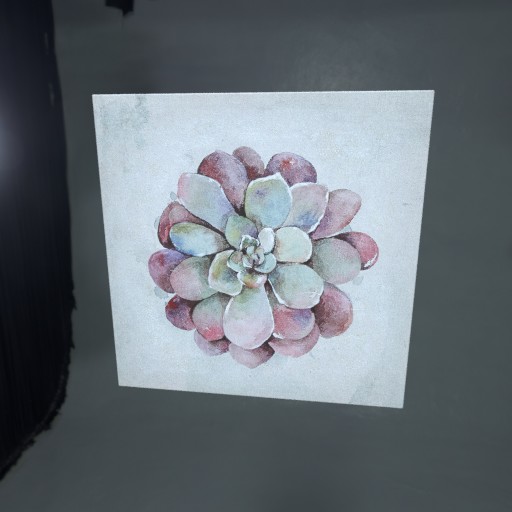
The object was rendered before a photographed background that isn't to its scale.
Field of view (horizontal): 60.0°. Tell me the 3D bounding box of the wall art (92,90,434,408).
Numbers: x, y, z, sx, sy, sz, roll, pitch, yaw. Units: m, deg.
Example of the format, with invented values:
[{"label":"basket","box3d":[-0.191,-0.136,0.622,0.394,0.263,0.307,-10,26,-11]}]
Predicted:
[{"label":"wall art","box3d":[0.000,0.000,0.877,0.605,0.605,0.044,2,15,8]}]
